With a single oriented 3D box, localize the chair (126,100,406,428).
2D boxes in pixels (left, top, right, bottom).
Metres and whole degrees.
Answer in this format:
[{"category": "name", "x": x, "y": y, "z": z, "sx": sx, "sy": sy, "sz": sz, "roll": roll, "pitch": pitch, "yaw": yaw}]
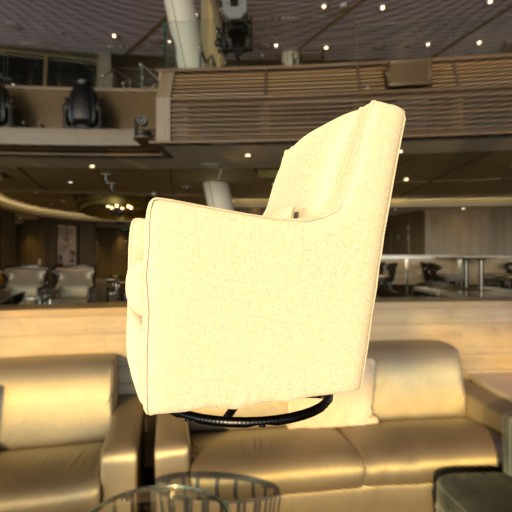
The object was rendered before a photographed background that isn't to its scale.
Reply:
[{"category": "chair", "x": 0.000, "y": 0.000, "z": 1.587, "sx": 0.879, "sy": 0.993, "sz": 0.732, "roll": 0, "pitch": 0, "yaw": -20}]
